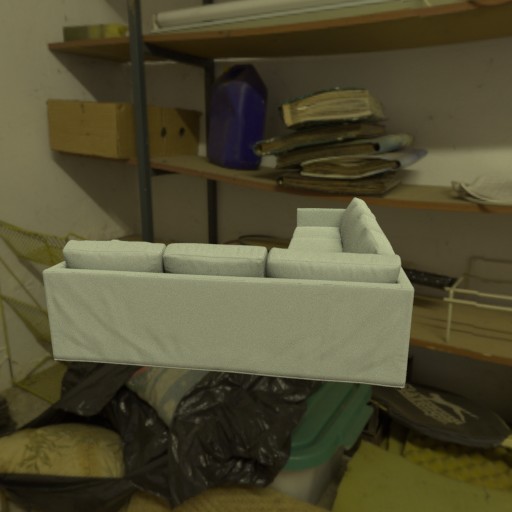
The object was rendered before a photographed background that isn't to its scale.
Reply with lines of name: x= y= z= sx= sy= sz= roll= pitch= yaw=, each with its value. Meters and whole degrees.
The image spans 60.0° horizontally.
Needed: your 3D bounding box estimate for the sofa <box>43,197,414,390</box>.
sofa: x=0.000 y=0.000 z=4.369 sx=2.432 sy=0.871 sz=3.182 roll=2 pitch=15 yaw=9
